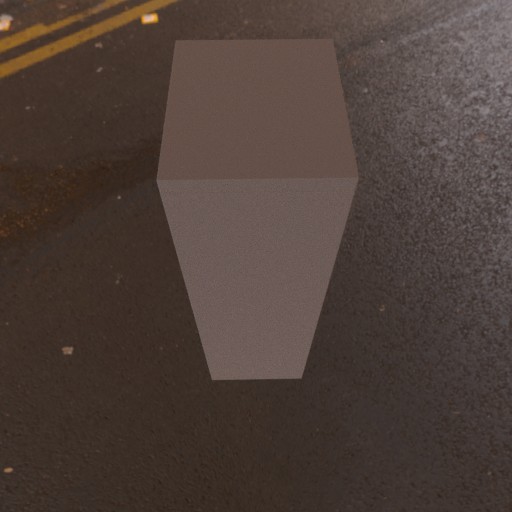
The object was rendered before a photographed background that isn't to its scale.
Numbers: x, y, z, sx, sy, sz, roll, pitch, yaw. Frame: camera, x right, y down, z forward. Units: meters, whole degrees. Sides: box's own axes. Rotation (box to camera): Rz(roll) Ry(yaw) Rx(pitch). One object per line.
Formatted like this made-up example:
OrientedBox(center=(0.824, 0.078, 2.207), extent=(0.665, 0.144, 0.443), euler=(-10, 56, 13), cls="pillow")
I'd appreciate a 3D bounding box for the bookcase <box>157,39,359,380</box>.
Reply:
OrientedBox(center=(0.000, 0.000, 1.280), extent=(0.330, 1.080, 0.390), euler=(-1, 58, -1), cls="bookcase")
